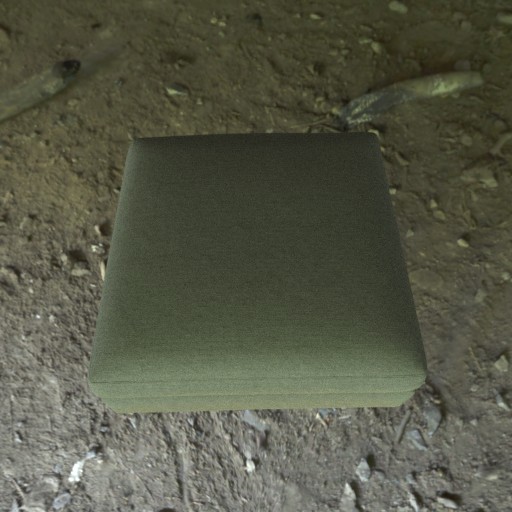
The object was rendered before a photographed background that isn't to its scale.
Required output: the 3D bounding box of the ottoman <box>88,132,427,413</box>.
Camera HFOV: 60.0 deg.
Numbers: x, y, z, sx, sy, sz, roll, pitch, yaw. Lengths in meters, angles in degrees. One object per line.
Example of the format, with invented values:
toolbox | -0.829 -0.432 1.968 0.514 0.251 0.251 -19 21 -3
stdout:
ottoman | 0.000 0.000 1.657 1.041 0.470 1.041 -1 59 -1
